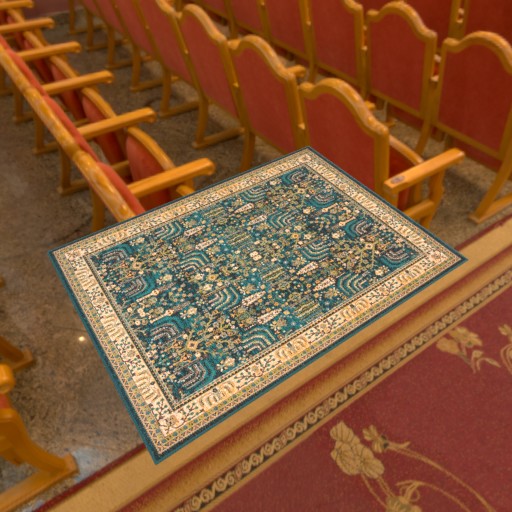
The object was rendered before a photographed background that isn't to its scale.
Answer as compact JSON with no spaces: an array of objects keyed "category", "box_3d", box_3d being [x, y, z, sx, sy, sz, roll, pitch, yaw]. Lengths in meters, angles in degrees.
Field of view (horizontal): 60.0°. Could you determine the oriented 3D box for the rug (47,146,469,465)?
[{"category":"rug","box_3d":[0.000,0.000,3.954,3.044,0.015,2.226,-27,52,-23]}]
